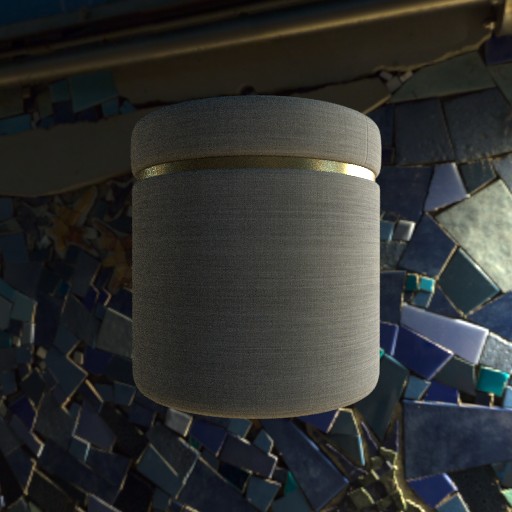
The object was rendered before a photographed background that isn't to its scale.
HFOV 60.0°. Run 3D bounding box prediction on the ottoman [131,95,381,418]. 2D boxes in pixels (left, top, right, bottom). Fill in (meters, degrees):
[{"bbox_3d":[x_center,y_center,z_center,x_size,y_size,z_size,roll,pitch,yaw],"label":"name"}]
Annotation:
[{"bbox_3d":[0.000,0.000,0.737,0.400,0.406,0.400,0,0,0],"label":"ottoman"}]
